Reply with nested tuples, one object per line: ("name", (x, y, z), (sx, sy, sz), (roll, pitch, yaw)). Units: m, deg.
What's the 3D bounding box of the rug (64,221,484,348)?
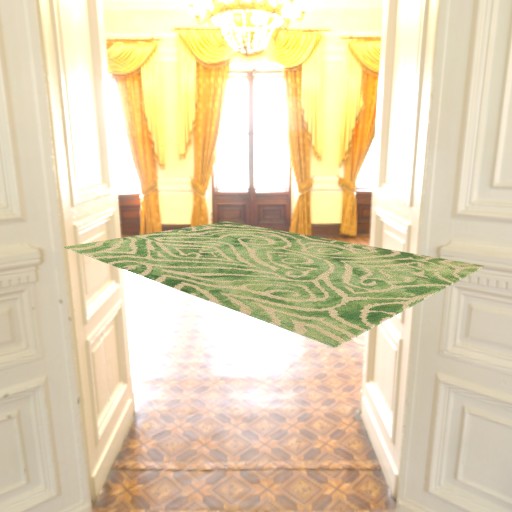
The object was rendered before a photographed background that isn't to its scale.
("rug", (0.000, 0.000, 2.293), (1.826, 0.006, 1.220), (13, 19, 43))
